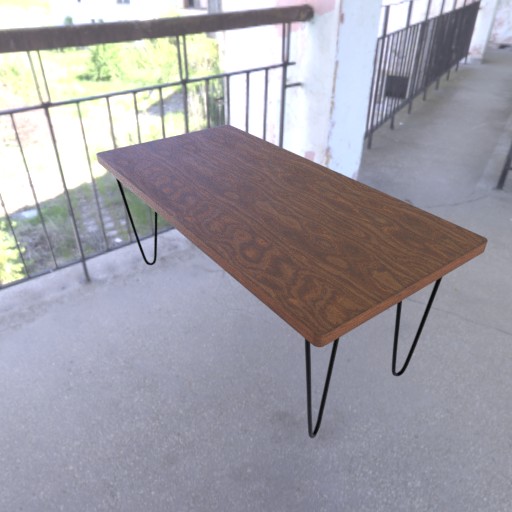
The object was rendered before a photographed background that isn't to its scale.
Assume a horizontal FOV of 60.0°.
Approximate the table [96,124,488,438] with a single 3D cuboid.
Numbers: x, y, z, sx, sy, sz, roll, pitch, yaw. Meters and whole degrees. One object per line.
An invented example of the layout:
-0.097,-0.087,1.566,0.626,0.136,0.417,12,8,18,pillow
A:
0.000,0.000,2.266,0.883,0.753,1.791,-22,39,-30,table
